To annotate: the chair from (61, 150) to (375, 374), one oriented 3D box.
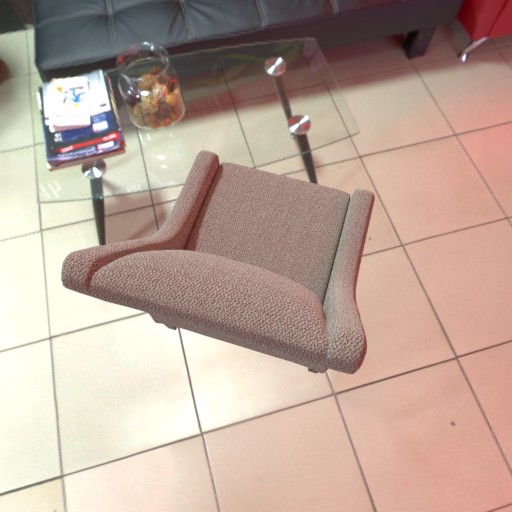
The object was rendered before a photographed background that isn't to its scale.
[{"bbox_3d":[0.000,0.000,1.638,0.774,1.014,0.870,15,65,7],"label":"chair"}]
